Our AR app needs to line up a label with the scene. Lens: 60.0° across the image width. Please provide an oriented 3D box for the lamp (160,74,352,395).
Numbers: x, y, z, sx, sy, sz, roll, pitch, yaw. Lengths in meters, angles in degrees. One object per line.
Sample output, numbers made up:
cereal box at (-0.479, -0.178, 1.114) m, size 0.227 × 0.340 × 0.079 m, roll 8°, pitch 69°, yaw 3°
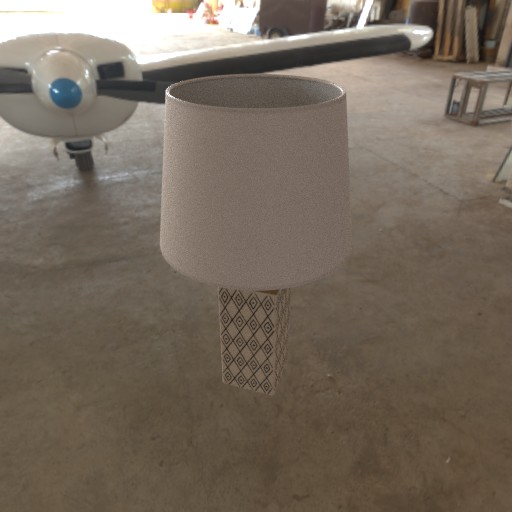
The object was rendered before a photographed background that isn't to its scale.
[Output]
lamp at (0.000, 0.000, 0.605) m, size 0.251 × 0.435 × 0.251 m, roll 0°, pitch 31°, yaw 0°
